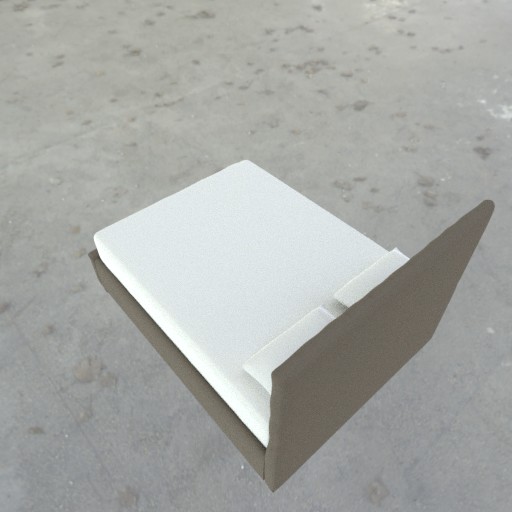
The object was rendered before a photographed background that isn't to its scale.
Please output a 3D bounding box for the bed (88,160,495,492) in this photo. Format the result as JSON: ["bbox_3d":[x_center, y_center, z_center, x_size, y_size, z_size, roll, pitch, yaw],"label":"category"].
[{"bbox_3d":[0.000,0.000,3.182,1.696,1.426,2.233,-32,54,-27],"label":"bed"}]
